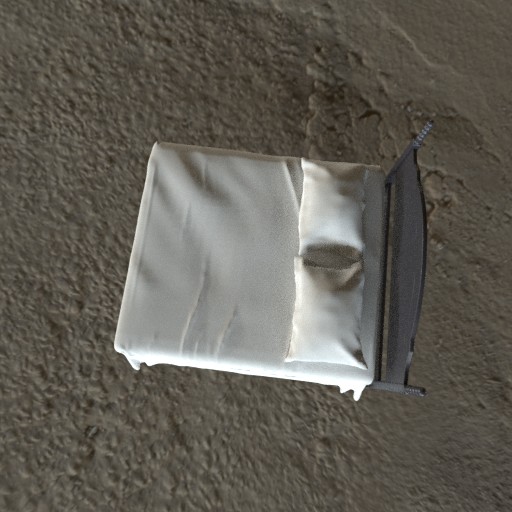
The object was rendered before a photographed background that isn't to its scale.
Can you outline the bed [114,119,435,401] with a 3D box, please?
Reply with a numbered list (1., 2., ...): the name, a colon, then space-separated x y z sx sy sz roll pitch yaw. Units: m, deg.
1. bed: 0.000 0.000 3.204 2.040 1.356 1.873 7 76 2
